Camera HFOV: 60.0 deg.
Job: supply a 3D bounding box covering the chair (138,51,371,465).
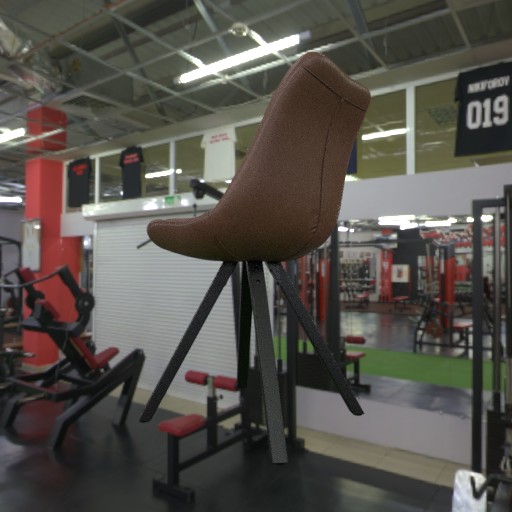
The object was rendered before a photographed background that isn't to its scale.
[{"bbox_3d":[0.000,0.000,1.177,0.550,0.850,0.475,-1,-2,38],"label":"chair"}]
